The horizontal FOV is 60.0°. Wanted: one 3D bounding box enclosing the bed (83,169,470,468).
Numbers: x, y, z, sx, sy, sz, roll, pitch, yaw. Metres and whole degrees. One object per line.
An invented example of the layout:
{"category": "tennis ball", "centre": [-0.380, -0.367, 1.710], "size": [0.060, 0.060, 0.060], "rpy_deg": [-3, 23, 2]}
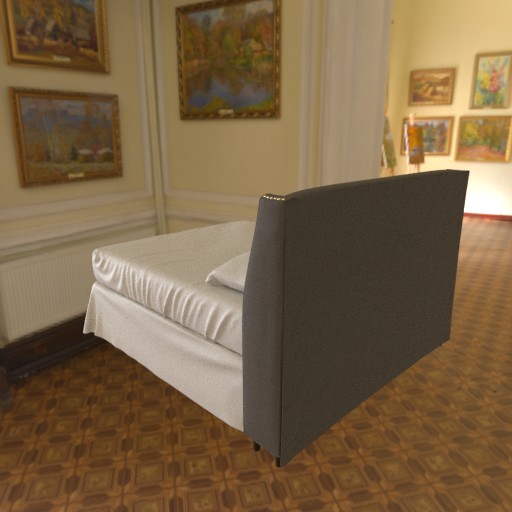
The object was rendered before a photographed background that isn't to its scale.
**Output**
{"category": "bed", "centre": [0.000, 0.000, 3.328], "size": [1.925, 1.332, 2.276], "rpy_deg": [-15, 22, -42]}
